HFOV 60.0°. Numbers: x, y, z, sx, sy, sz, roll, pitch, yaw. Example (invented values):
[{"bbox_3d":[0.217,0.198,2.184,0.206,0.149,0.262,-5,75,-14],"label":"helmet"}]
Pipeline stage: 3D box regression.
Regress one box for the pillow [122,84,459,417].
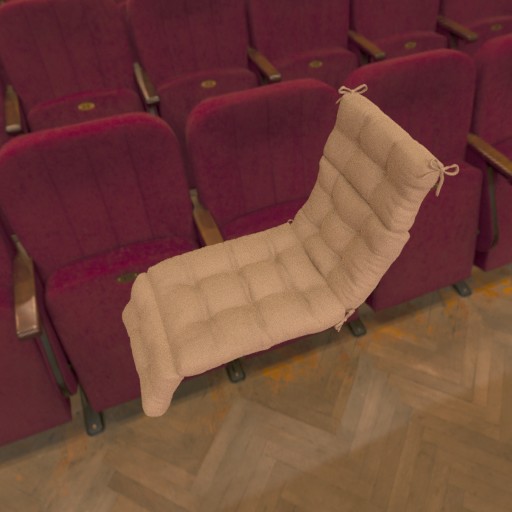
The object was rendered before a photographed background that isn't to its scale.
[{"bbox_3d":[0.000,0.000,1.534,1.016,0.863,0.526,-16,49,-15],"label":"pillow"}]
